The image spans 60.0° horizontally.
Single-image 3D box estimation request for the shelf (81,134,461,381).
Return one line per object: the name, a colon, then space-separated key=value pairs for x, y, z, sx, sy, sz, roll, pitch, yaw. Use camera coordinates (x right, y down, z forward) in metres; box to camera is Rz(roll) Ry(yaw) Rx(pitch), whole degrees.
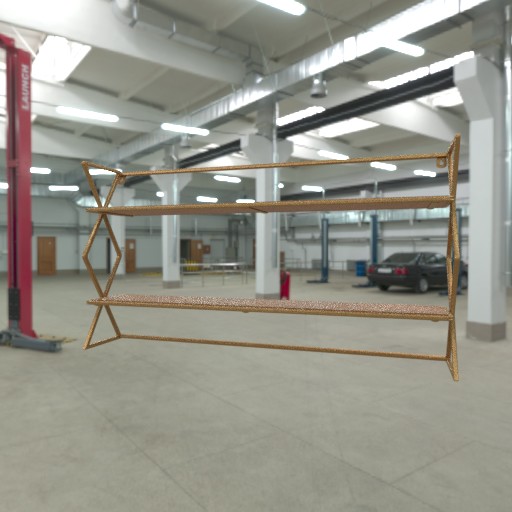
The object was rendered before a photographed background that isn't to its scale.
shelf: x=0.000 y=0.000 z=0.999 sx=0.822 sy=0.450 sz=0.150 roll=0 pitch=1 yaw=18
